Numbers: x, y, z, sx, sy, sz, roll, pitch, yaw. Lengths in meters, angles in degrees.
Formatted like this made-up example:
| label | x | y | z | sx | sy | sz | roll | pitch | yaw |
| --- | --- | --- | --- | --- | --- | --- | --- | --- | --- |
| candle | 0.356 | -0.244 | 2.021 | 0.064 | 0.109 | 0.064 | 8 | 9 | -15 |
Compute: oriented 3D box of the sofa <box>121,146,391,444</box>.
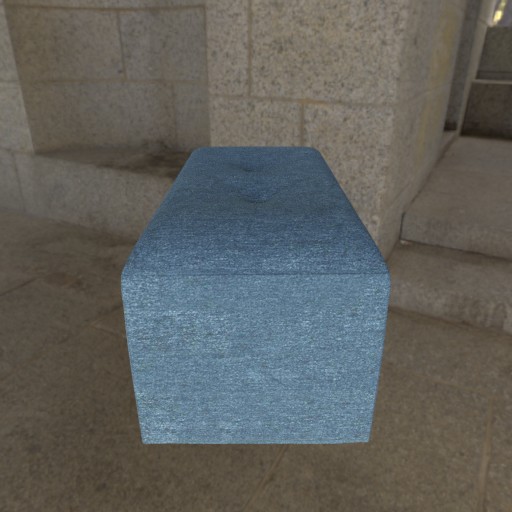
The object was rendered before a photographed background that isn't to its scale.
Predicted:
| label | x | y | z | sx | sy | sz | roll | pitch | yaw |
| --- | --- | --- | --- | --- | --- | --- | --- | --- | --- |
| sofa | 0.000 | 0.000 | 1.226 | 0.480 | 0.470 | 0.930 | 0 | 25 | 0 |
